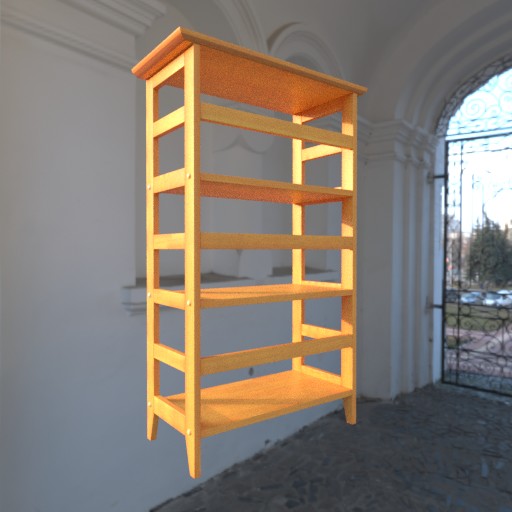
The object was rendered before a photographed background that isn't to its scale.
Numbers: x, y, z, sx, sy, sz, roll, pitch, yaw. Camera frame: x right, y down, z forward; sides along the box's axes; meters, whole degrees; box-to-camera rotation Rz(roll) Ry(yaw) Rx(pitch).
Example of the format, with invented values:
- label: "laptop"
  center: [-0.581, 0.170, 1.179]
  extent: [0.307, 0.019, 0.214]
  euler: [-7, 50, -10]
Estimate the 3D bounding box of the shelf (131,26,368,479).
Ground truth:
- label: "shelf"
  center: [0.000, 0.000, 1.347]
  extent: [0.660, 1.067, 0.305]
  euler: [-1, 1, -36]
